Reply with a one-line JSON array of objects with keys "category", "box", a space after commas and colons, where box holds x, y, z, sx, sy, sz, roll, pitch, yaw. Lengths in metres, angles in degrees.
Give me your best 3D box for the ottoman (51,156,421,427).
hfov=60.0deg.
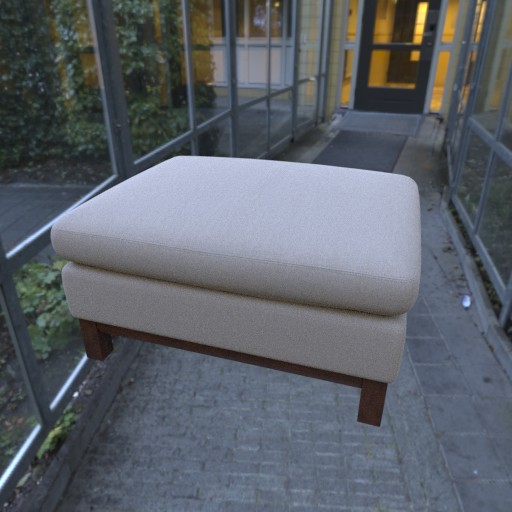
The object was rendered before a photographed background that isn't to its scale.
[{"category": "ottoman", "box": [0.000, 0.000, 1.148, 0.771, 0.420, 0.606, 8, 28, 16]}]
